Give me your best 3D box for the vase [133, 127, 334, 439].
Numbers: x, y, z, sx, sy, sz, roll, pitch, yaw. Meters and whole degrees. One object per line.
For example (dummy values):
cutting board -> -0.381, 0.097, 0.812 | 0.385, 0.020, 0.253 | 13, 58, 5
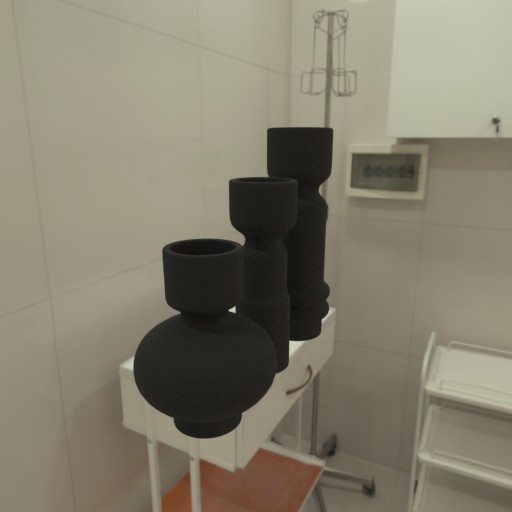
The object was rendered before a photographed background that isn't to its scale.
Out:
vase -> 0.000, 0.000, 0.439 | 0.120, 0.249, 0.307 | 7, 16, 26
